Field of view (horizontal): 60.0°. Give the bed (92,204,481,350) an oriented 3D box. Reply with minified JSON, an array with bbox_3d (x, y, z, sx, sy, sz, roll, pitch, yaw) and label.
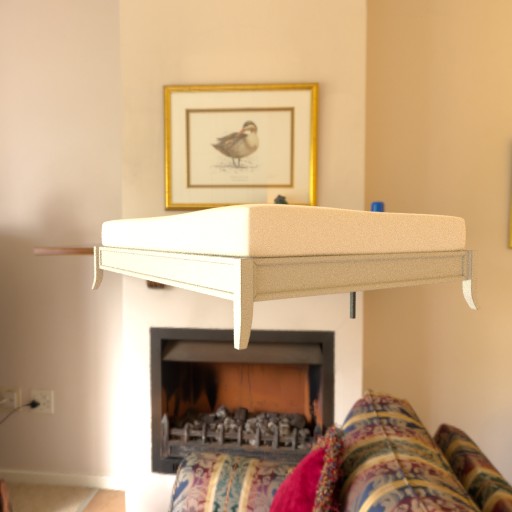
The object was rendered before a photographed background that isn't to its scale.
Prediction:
[{"bbox_3d":[0.000,0.000,2.692,1.460,0.510,1.985,-2,3,-34],"label":"bed"}]
